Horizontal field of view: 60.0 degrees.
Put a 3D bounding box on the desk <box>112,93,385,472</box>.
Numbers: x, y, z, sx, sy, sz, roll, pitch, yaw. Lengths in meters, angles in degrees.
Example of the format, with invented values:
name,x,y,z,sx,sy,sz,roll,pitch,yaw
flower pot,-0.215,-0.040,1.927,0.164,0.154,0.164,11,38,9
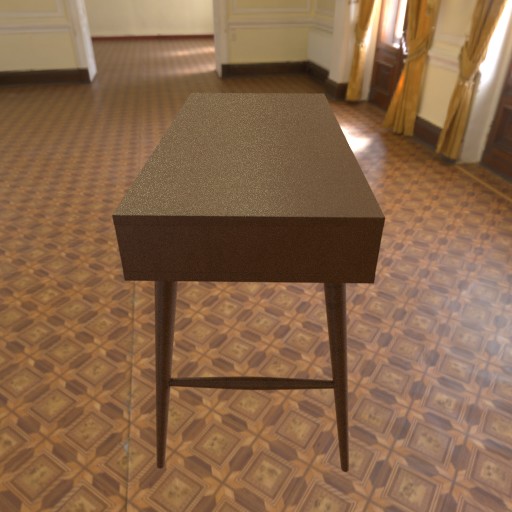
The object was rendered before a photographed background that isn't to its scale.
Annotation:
name,x,y,z,sx,sy,sz,roll,pitch,yaw
desk,0.000,0.000,1.363,0.510,0.758,0.949,1,32,1
